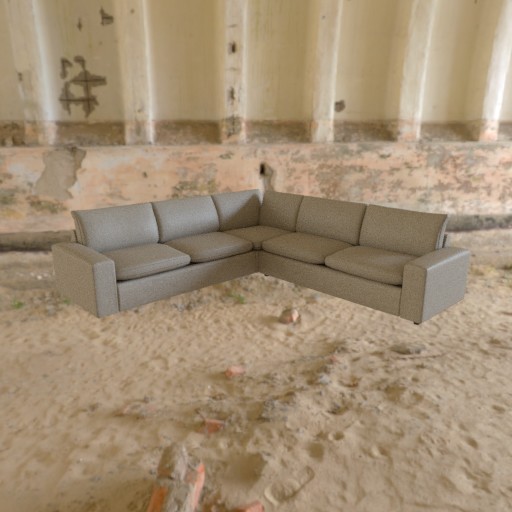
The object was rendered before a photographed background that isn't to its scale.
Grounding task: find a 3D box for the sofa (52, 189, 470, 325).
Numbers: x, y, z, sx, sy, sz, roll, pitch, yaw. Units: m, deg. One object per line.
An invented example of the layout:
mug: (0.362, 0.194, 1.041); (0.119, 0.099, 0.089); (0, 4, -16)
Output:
sofa: (0.000, 0.000, 4.019); (2.622, 0.800, 2.742); (-14, 21, -41)
